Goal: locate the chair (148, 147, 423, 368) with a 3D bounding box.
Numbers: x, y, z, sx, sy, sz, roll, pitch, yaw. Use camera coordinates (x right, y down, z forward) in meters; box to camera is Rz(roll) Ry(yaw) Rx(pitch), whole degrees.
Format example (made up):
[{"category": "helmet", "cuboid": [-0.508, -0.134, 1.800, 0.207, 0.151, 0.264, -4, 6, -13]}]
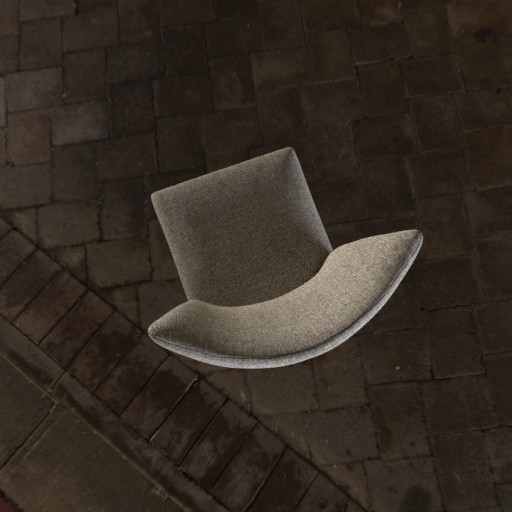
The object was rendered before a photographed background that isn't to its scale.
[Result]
[{"category": "chair", "cuboid": [0.000, 0.000, 1.280, 0.535, 0.924, 0.623, -20, 77, -5]}]
